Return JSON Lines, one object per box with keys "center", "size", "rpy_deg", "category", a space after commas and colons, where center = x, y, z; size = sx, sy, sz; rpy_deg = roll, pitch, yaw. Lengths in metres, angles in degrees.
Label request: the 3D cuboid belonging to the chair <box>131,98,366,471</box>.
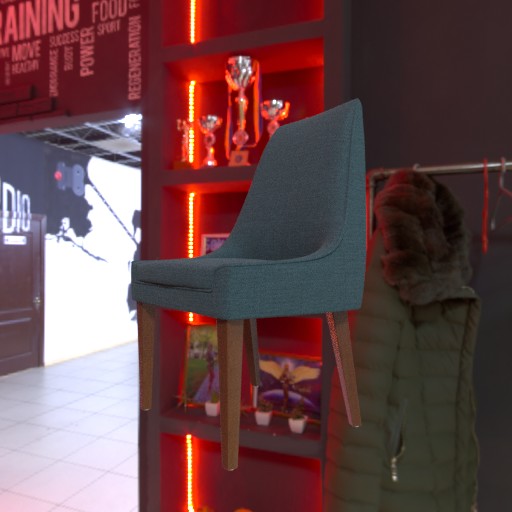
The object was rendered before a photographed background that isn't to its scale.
{"center": [0.000, 0.000, 1.208], "size": [0.544, 0.861, 0.529], "rpy_deg": [0, 0, -36], "category": "chair"}
